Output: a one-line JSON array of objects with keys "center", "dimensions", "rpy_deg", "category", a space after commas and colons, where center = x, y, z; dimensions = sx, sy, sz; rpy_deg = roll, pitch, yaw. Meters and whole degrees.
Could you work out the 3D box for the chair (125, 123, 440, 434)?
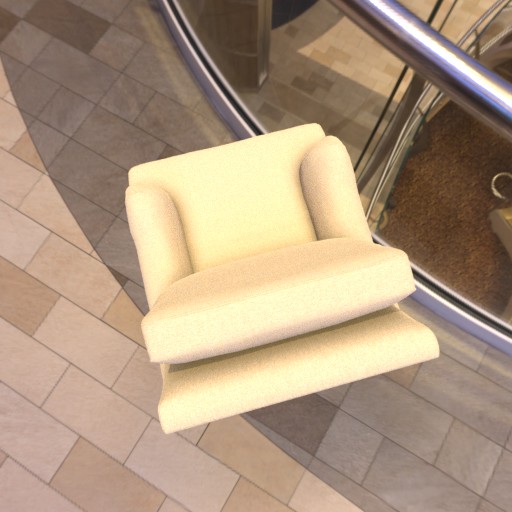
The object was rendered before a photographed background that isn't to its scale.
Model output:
[{"center": [0.000, 0.000, 1.809], "dimensions": [0.895, 1.076, 1.078], "rpy_deg": [-15, 76, -4], "category": "chair"}]
